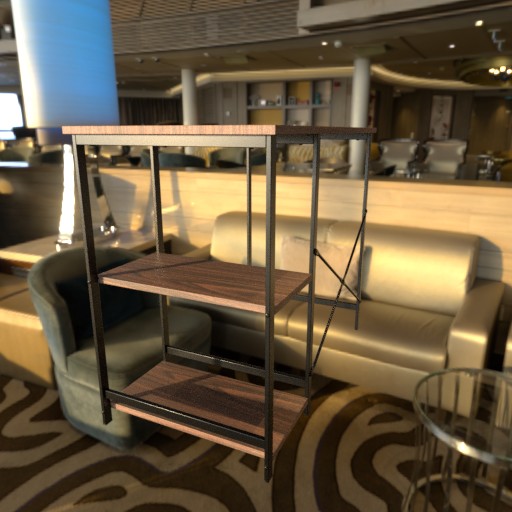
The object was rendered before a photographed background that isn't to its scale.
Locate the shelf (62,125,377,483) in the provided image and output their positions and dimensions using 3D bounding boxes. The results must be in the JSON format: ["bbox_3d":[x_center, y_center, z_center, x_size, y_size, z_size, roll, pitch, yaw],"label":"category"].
[{"bbox_3d":[0.000,0.000,1.344,0.498,0.750,0.902,7,17,24],"label":"shelf"}]
